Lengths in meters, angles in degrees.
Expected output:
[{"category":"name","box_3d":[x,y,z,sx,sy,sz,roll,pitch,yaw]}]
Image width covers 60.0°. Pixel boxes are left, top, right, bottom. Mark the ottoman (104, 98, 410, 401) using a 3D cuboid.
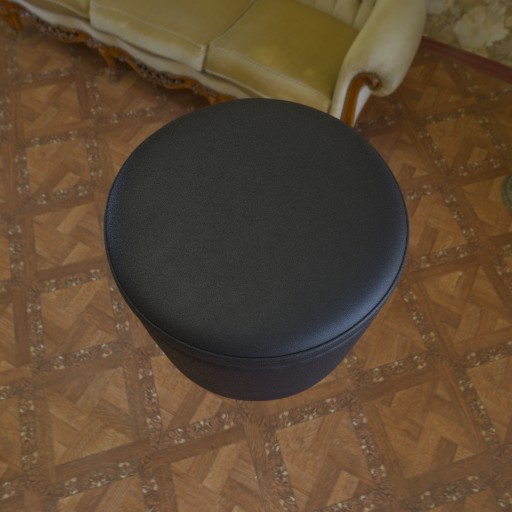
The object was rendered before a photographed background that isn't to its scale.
[{"category":"ottoman","box_3d":[0.000,0.000,0.876,0.501,0.409,0.501,0,63,0]}]
